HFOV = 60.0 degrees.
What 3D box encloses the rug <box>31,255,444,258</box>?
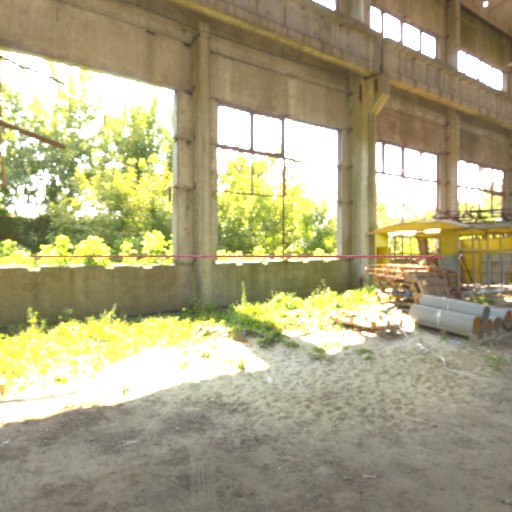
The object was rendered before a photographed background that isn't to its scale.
[{"bbox_3d":[0.000,0.000,4.429,3.306,0.011,2.389,0,0,19],"label":"rug"}]
